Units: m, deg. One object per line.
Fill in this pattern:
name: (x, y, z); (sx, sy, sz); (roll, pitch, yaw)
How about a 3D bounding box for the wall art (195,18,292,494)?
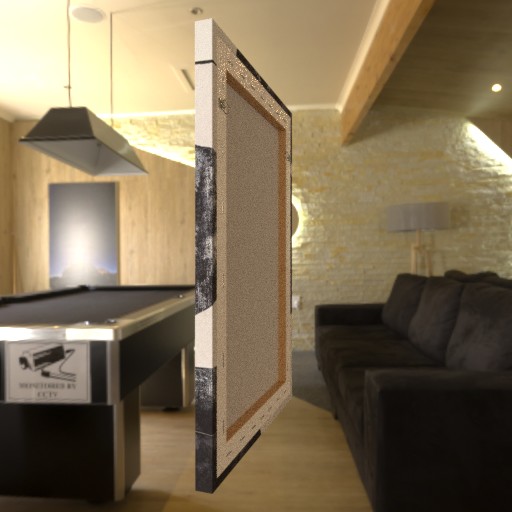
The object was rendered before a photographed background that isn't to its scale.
wall art: (0.000, 0.000, 1.145); (0.041, 0.915, 0.610); (0, 0, 19)
